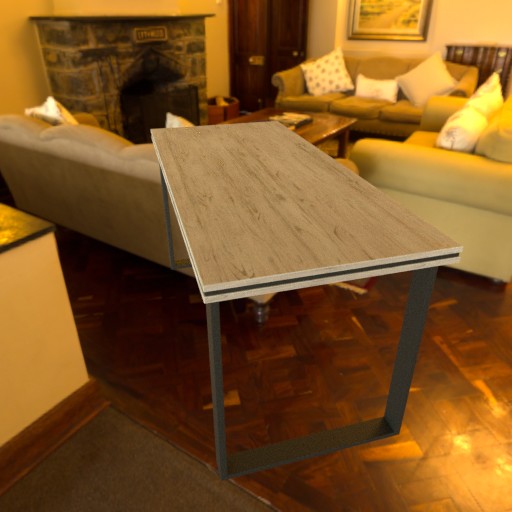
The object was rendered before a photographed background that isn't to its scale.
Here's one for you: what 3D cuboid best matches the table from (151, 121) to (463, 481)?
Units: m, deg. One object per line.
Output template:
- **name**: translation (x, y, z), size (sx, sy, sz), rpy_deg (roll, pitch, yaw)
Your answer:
- **table**: translation (0.000, 0.000, 2.208), size (0.795, 0.899, 1.778), rpy_deg (-8, 30, -14)
